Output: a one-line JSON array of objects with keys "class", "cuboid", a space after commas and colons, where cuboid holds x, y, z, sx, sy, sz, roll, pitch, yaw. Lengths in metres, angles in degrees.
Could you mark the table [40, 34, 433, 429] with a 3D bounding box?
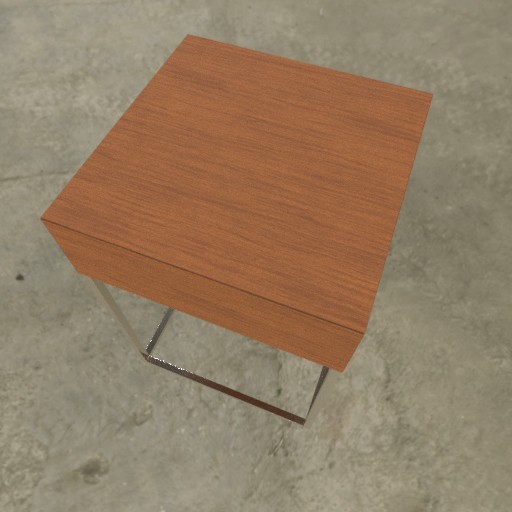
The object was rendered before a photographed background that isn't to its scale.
[{"class": "table", "cuboid": [0.000, 0.000, 0.817, 0.397, 0.540, 0.398, 19, 61, 11]}]
